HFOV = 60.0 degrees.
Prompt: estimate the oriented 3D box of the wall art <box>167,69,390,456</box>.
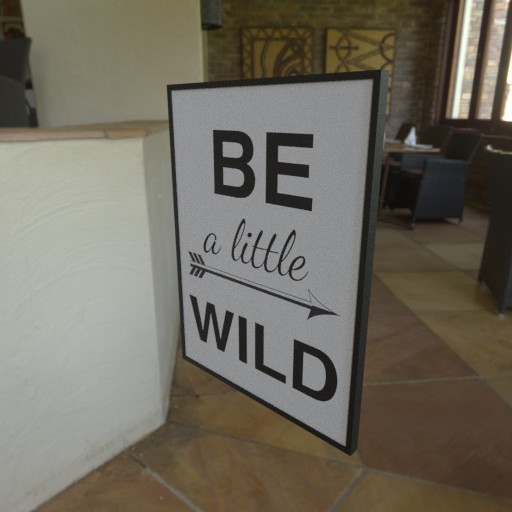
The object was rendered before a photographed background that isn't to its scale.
[{"bbox_3d":[0.000,0.000,1.429,0.806,1.062,0.038,16,24,41],"label":"wall art"}]
